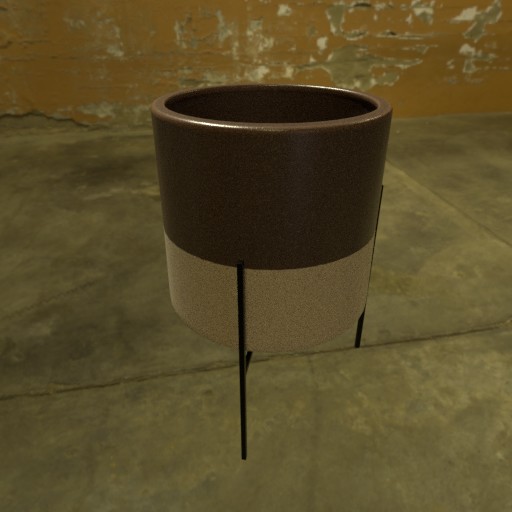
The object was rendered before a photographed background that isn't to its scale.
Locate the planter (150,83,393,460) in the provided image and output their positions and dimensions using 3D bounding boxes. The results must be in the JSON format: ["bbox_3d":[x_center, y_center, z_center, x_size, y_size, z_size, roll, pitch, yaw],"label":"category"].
[{"bbox_3d":[0.000,0.000,0.522,0.260,0.353,0.250,19,34,30],"label":"planter"}]
